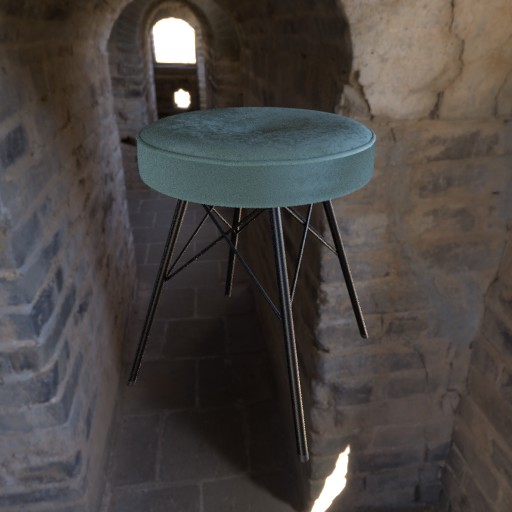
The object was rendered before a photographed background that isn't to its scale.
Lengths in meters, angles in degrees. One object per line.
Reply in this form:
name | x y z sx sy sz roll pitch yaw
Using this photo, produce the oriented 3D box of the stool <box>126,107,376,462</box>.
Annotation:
stool | 0.000 0.000 0.878 0.458 0.519 0.457 19 32 32
